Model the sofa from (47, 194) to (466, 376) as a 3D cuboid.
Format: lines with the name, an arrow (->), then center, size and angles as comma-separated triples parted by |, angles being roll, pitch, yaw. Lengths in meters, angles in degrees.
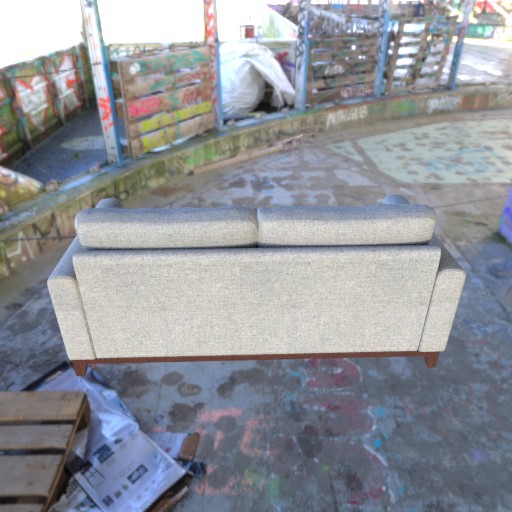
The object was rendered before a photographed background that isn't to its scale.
sofa -> 0.000, 0.000, 2.555 | 1.978, 0.892, 0.969 | -1, 31, -2
